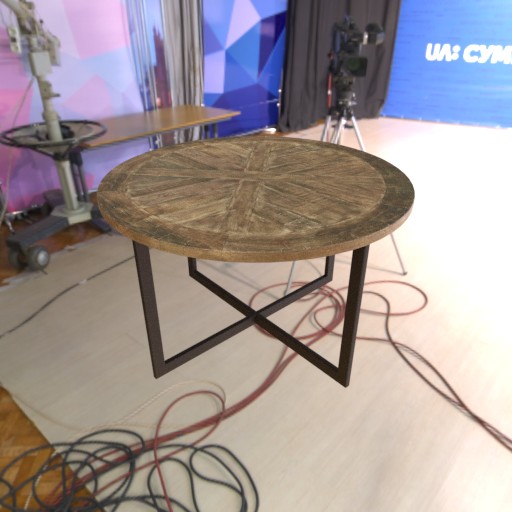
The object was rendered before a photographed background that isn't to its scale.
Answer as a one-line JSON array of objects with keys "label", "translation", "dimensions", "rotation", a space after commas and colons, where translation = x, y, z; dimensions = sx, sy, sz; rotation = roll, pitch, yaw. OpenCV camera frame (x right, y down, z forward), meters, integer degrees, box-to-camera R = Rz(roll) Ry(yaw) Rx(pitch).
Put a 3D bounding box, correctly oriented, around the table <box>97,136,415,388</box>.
[{"label": "table", "translation": [0.000, 0.000, 2.032], "dimensions": [1.264, 0.762, 1.264], "rotation": [0, 30, 0]}]
